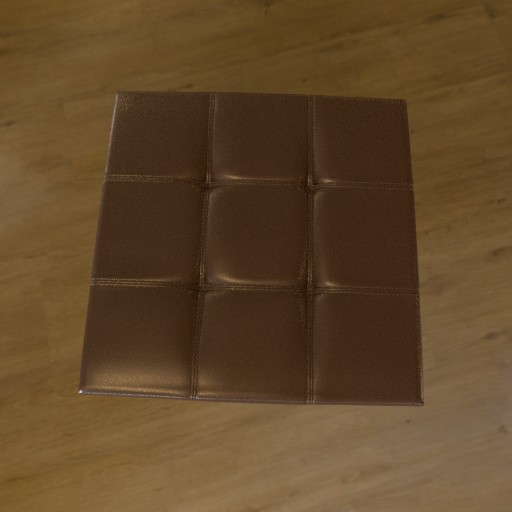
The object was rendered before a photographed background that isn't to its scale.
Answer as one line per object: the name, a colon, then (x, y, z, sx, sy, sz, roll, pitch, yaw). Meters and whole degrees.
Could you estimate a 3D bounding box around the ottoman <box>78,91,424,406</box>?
ottoman: (0.000, 0.000, 1.283, 0.787, 0.460, 0.788, 2, 76, 0)
